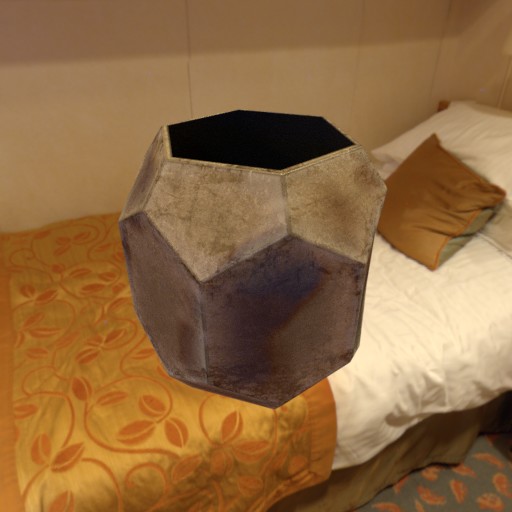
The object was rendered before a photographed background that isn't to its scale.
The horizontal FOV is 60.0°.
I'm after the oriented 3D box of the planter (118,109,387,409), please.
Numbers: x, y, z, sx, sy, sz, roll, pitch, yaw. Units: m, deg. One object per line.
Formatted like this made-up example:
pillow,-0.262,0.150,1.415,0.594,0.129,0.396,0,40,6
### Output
planter,0.000,0.000,0.430,0.221,0.238,0.243,10,34,15
